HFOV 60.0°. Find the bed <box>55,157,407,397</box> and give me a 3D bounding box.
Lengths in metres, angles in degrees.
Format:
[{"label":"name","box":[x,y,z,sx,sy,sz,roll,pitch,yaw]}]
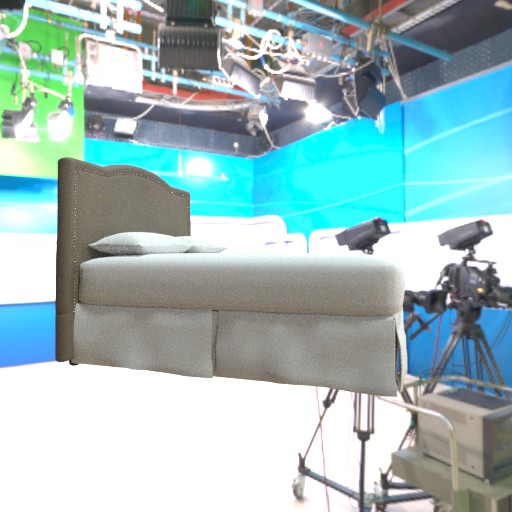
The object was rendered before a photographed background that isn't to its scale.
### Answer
[{"label":"bed","box":[0.000,0.000,3.292,2.128,1.441,1.744,0,0,19]}]
